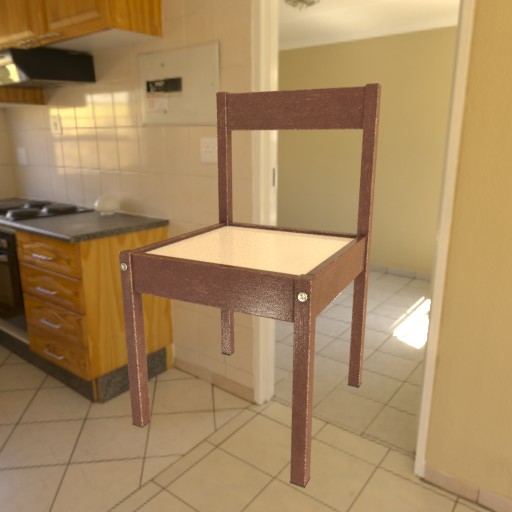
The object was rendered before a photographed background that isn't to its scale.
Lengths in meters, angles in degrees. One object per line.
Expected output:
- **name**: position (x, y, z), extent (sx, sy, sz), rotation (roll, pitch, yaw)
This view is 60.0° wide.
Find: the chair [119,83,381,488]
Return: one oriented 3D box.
- **chair**: position (0.000, 0.000, 0.677), extent (0.285, 0.505, 0.285), rotation (7, 16, 26)
